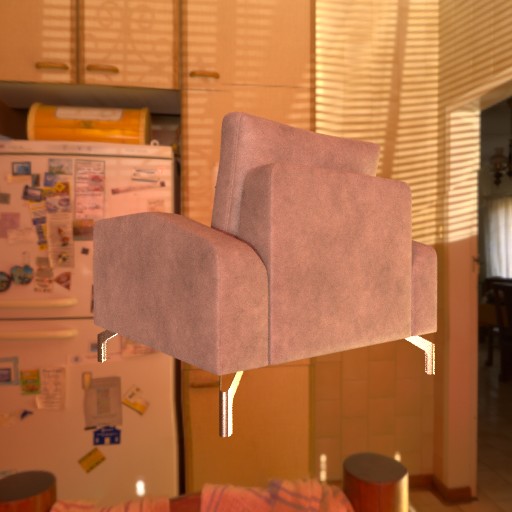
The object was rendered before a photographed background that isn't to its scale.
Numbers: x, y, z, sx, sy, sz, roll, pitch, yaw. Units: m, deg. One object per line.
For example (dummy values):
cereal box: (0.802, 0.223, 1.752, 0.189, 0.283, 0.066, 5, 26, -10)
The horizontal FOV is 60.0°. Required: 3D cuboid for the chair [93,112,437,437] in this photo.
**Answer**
chair: (0.000, 0.000, 1.599, 0.900, 0.800, 0.900, 0, 1, -37)
